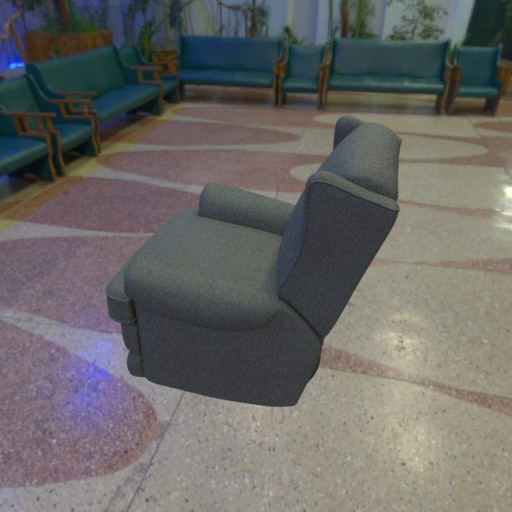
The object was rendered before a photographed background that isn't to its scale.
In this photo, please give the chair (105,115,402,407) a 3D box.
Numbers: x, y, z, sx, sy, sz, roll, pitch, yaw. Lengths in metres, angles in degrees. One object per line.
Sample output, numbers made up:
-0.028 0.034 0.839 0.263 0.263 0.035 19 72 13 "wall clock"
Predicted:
0.000 0.000 1.750 0.969 1.011 0.847 9 33 14 "chair"
